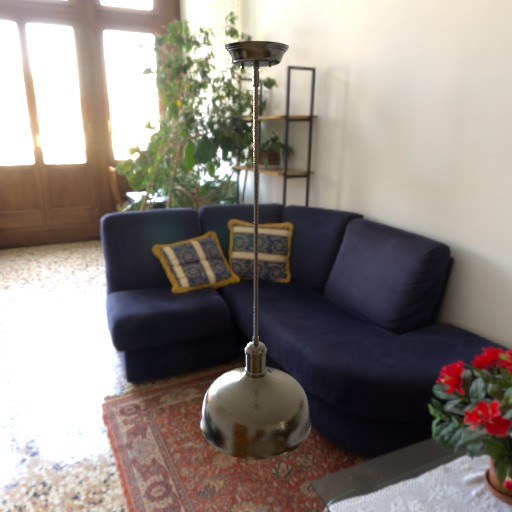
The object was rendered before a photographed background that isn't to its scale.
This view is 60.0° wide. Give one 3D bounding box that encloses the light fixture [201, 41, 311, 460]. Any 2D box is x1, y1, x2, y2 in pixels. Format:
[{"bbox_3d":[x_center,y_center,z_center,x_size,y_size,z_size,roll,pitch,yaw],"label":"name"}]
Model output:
[{"bbox_3d":[0.000,0.000,1.083,0.299,0.935,0.299,8,18,27],"label":"light fixture"}]
